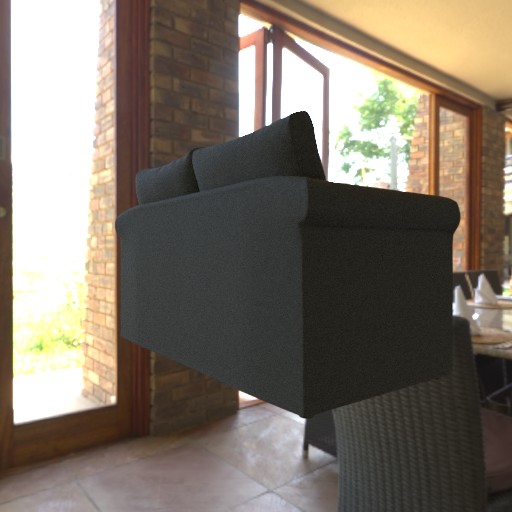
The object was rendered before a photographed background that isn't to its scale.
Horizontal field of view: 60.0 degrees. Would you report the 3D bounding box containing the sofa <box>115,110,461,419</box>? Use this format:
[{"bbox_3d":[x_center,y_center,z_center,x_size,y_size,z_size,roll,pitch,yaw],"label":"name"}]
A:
[{"bbox_3d":[0.000,0.000,1.922,0.741,0.872,1.460,0,1,-36],"label":"sofa"}]
